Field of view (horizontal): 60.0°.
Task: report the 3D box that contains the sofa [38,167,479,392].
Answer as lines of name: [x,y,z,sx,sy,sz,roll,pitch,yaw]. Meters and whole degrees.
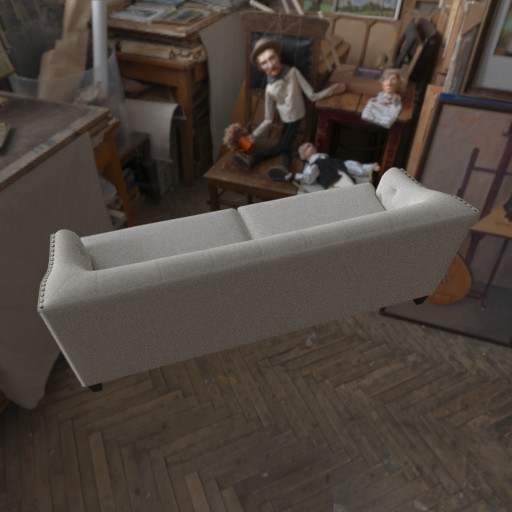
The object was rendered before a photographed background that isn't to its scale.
sofa: [0.000,0.000,2.701,2.235,0.901,0.914,-12,44,-13]
